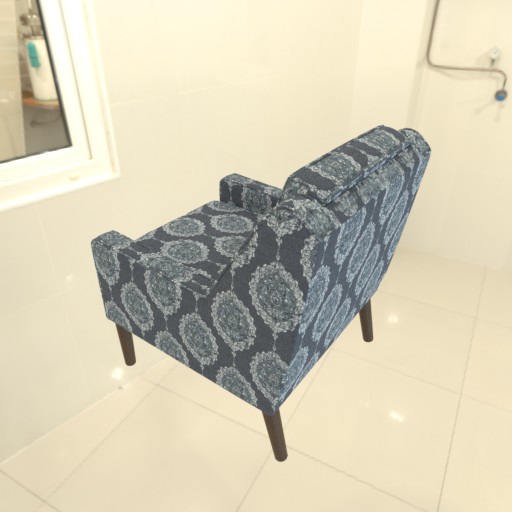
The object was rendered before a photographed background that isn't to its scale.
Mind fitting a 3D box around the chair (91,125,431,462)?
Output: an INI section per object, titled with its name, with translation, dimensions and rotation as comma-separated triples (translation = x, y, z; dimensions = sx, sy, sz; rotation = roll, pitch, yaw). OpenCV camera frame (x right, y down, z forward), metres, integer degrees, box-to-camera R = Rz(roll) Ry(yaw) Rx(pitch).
[chair]
translation = 0.000, 0.000, 1.352
dimensions = 0.743, 0.792, 0.663
rotation = 20, 37, 30
